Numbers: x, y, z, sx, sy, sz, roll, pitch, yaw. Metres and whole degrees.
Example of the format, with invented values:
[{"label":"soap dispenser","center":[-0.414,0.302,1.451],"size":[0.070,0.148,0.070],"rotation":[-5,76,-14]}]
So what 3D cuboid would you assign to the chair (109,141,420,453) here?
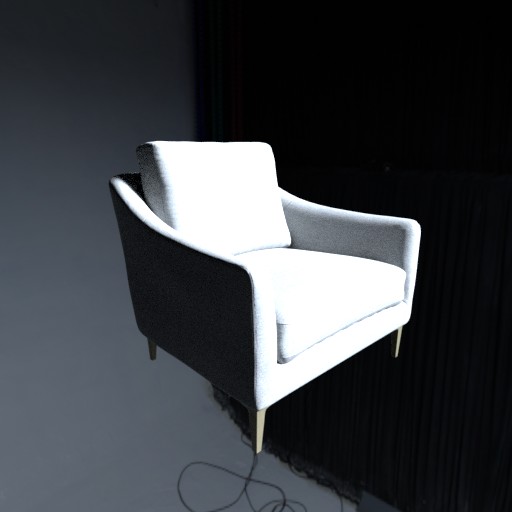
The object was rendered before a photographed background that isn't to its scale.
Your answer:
[{"label":"chair","center":[0.000,0.000,1.799],"size":[0.961,0.902,0.986],"rotation":[13,19,42]}]
